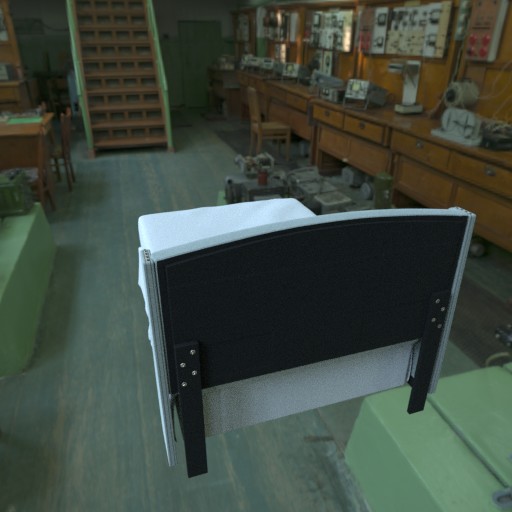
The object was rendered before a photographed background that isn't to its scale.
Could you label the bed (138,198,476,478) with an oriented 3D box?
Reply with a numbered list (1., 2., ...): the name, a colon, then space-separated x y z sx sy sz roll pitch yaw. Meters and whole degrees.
1. bed: 0.000 0.000 3.269 1.710 1.407 2.237 -9 28 -16
